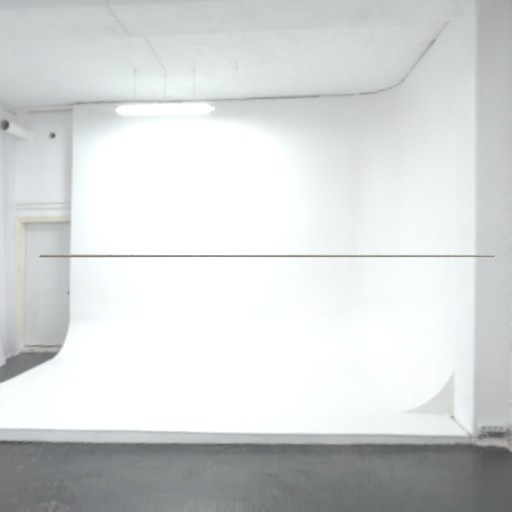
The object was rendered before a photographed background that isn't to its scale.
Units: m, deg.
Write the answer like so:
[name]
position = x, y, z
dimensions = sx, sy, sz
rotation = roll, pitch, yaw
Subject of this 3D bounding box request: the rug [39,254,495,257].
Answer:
[rug]
position = 0.000, 0.000, 2.818
dimensions = 2.286, 0.011, 1.524
rotation = 0, 0, -18
